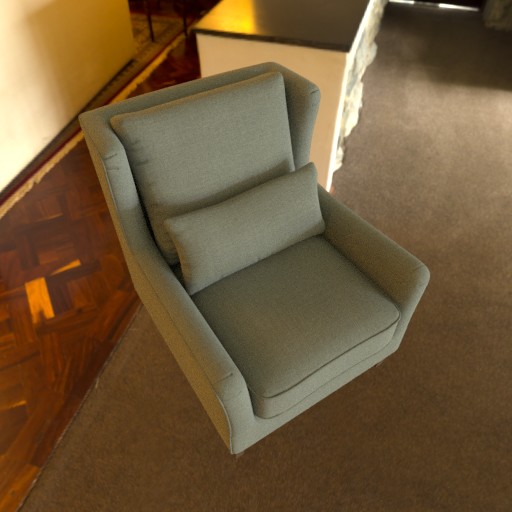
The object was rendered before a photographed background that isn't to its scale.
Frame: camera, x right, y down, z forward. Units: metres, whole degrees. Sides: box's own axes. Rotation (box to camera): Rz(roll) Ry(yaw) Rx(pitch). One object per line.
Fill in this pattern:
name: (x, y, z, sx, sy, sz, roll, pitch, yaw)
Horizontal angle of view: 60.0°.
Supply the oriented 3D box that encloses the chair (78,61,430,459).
chair: (0.000, 0.000, 1.733, 0.866, 1.056, 1.040, -25, 51, -22)
